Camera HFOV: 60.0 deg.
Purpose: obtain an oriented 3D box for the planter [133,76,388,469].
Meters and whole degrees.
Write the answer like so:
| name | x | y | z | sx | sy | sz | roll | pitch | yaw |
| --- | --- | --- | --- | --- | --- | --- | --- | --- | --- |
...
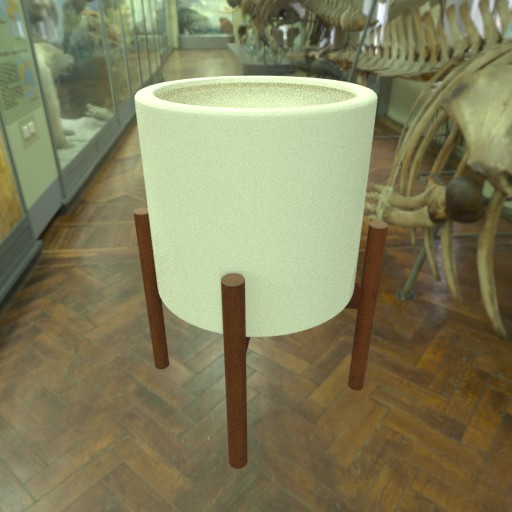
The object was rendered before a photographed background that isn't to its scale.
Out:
| name | x | y | z | sx | sy | sz | roll | pitch | yaw |
| --- | --- | --- | --- | --- | --- | --- | --- | --- | --- |
| planter | 0.000 | 0.000 | 0.503 | 0.224 | 0.358 | 0.224 | -19 | 34 | -31 |
